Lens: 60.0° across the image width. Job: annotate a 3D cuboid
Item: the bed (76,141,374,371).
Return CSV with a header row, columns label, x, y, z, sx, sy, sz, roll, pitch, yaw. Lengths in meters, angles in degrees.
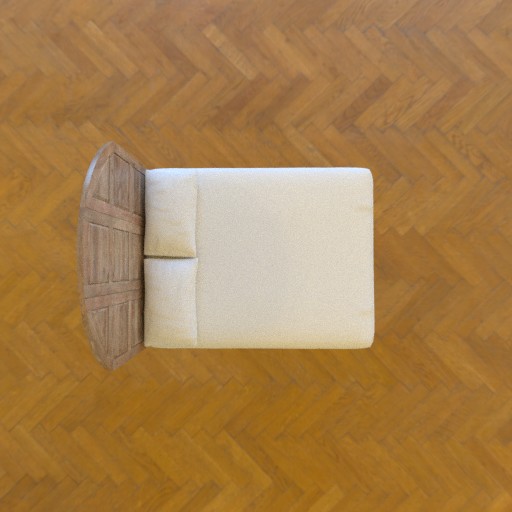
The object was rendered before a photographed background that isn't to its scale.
label,x,y,z,sx,sy,sz,roll,pitch,yaw
bed,0.000,0.000,3.563,2.112,2.002,1.713,0,89,1
